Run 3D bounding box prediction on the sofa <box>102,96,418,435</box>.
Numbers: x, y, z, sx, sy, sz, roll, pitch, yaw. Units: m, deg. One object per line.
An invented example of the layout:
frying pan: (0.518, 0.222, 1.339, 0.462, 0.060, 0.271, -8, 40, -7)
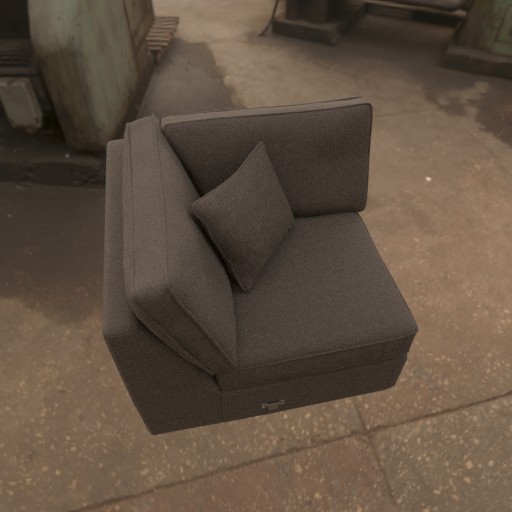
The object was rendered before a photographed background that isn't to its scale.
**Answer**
sofa: (0.000, 0.000, 1.939, 1.146, 1.002, 1.084, -9, 48, -8)
